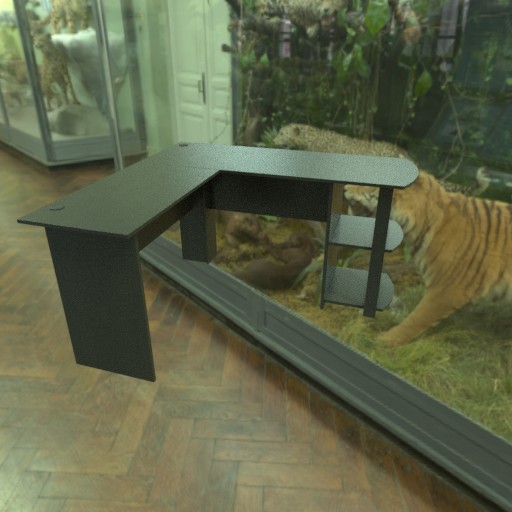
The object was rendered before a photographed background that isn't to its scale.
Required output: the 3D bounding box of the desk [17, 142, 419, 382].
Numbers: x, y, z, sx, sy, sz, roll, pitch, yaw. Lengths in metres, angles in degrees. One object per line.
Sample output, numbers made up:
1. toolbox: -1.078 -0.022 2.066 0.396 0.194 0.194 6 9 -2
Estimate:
1. desk: 0.000 0.000 2.097 1.361 0.716 1.303 8 28 16
